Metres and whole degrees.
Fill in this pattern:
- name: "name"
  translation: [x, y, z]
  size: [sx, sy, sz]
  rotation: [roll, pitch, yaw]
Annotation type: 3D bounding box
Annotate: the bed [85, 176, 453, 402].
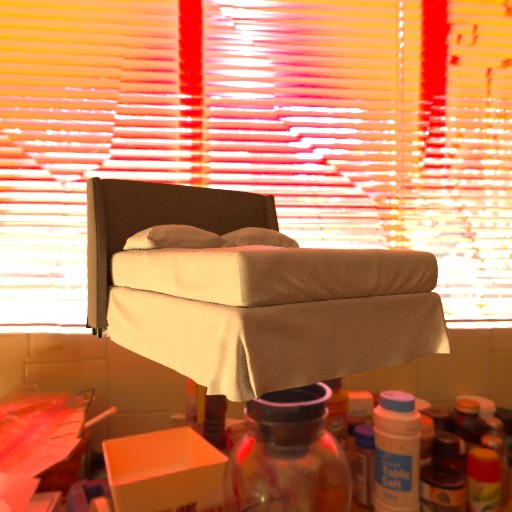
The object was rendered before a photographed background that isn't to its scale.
- name: "bed"
  translation: [0.000, 0.000, 3.362]
  size: [1.925, 1.332, 2.276]
  rotation: [0, 0, -36]
